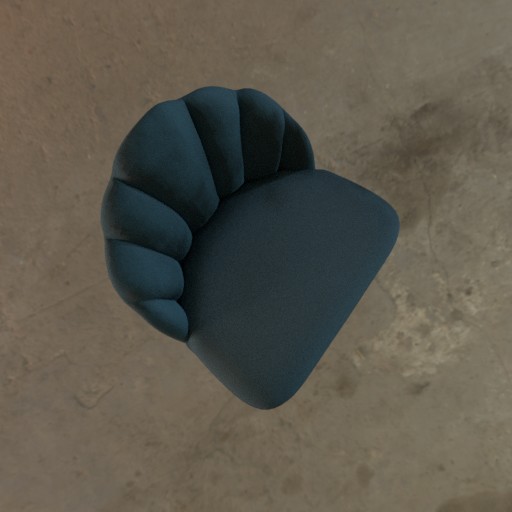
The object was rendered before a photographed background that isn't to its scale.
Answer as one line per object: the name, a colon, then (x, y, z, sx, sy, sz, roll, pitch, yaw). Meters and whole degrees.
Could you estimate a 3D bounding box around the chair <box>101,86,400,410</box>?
chair: (0.000, 0.000, 1.231, 0.599, 0.819, 0.657, 35, 79, 8)
